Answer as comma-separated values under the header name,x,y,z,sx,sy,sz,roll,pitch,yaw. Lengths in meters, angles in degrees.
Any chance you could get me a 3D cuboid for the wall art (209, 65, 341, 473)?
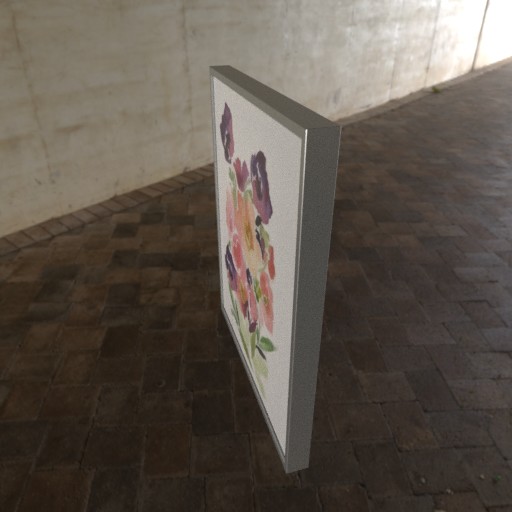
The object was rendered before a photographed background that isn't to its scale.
name,x,y,z,sx,sy,sz,roll,pitch,yaw
wall art,0.000,0.000,0.761,0.038,0.549,0.452,-9,32,-15
